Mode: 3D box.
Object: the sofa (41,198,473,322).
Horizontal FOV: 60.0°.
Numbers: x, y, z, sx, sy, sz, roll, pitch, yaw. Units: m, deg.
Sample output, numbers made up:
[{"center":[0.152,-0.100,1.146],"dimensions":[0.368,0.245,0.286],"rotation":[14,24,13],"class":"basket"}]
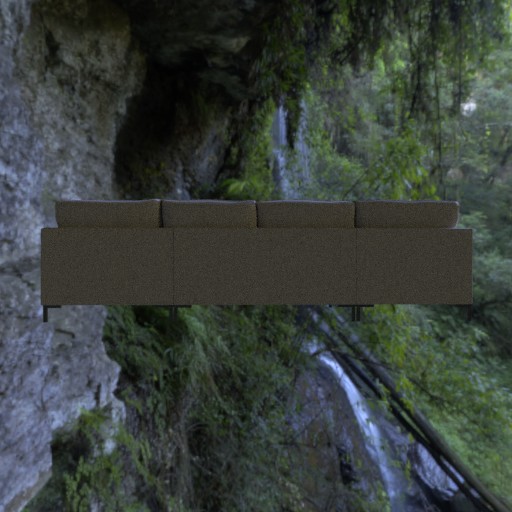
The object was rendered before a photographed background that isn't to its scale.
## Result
[{"center":[0.000,0.000,4.433],"dimensions":[3.423,0.996,2.021],"rotation":[0,1,-1],"class":"sofa"}]
